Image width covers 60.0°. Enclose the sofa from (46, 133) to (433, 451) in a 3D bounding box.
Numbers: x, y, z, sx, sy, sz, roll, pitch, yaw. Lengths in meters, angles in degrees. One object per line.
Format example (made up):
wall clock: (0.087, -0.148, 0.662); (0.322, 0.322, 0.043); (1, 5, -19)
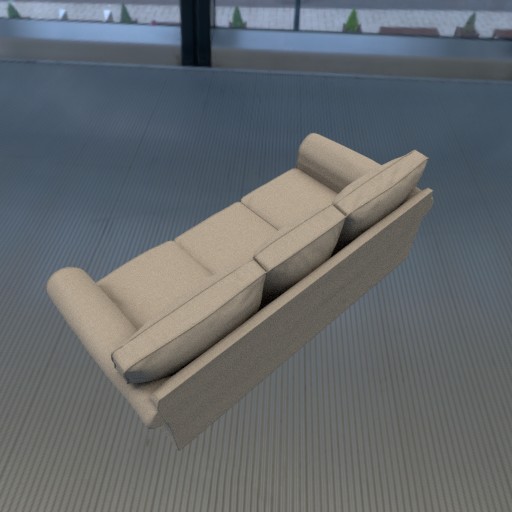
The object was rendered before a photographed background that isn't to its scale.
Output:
sofa: (0.000, 0.000, 2.628); (2.118, 0.889, 0.998); (-34, 56, -27)
